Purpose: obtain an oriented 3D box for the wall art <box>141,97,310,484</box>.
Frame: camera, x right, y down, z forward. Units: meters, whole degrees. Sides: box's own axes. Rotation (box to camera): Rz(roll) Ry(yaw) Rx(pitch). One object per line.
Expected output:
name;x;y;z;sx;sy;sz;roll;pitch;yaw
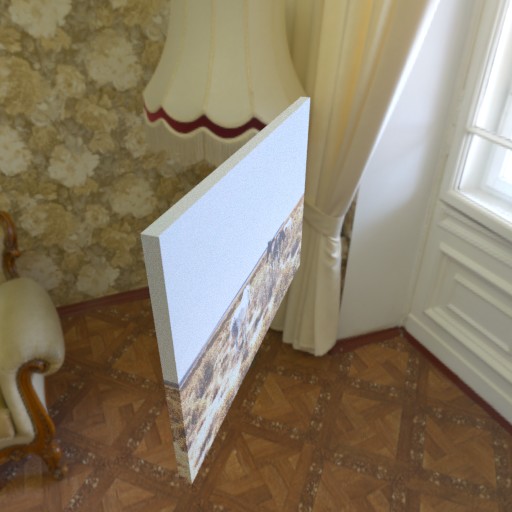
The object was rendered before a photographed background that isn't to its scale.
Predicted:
wall art;0.000;0.000;1.926;0.051;1.016;1.520;11;34;16
